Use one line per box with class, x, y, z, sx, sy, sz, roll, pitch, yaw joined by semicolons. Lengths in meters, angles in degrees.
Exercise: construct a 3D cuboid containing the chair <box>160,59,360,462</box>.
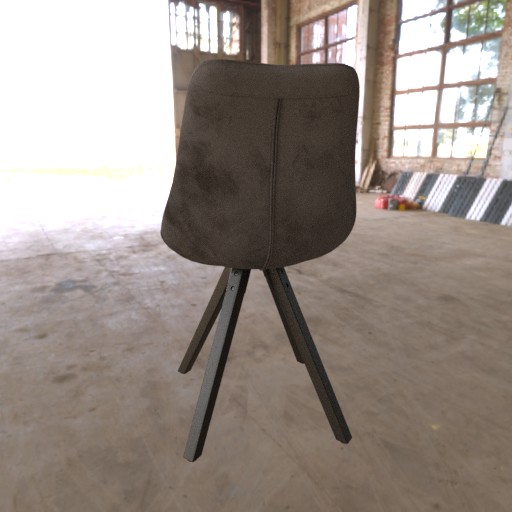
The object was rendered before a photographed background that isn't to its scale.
chair;0.000;0.000;1.147;0.476;0.850;0.550;-2;14;-10
